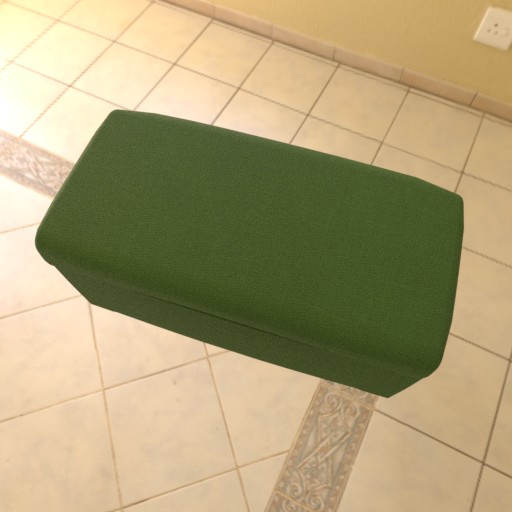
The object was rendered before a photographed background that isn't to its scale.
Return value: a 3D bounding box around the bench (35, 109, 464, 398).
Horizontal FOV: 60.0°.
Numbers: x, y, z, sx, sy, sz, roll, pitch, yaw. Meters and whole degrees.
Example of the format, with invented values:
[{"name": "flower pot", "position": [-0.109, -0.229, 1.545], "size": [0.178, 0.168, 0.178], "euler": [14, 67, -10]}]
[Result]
[{"name": "bench", "position": [0.000, 0.000, 1.282], "size": [0.989, 0.501, 0.505], "euler": [16, 65, 8]}]
